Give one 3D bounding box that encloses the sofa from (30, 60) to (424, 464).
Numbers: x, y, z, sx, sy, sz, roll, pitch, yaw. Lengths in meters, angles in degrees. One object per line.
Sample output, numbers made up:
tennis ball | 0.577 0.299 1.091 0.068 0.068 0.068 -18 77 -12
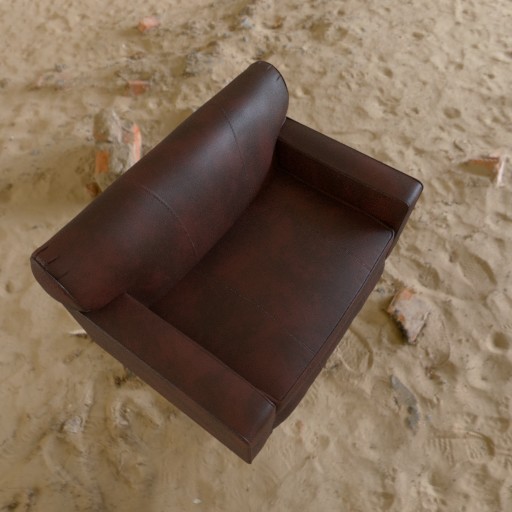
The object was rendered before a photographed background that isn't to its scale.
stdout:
sofa | 0.000 0.000 2.011 1.000 0.956 1.413 31 63 18
